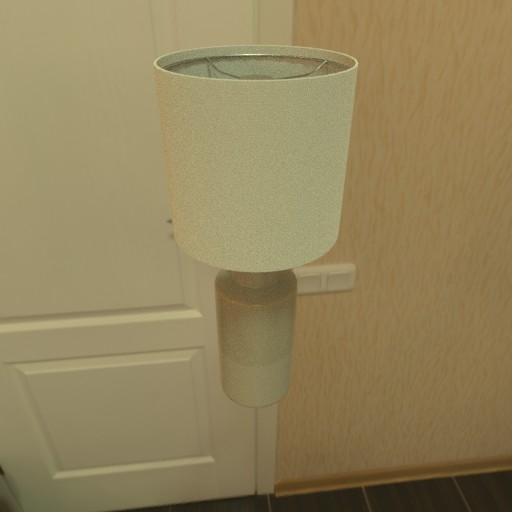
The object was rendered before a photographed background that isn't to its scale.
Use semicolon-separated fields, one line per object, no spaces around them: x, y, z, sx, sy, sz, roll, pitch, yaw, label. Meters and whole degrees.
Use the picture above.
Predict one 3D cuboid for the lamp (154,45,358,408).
0.000;0.000;0.600;0.212;0.493;0.212;-21;39;-29;lamp
